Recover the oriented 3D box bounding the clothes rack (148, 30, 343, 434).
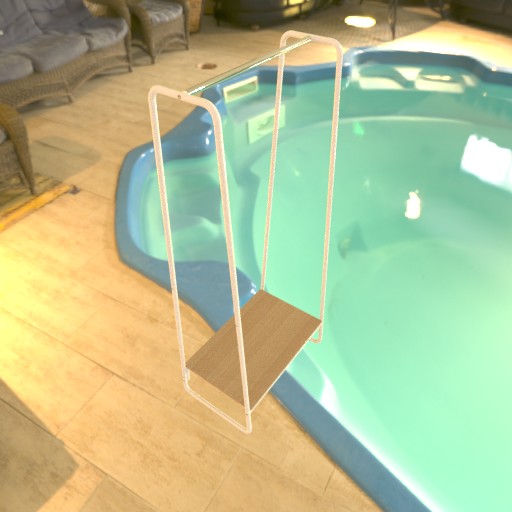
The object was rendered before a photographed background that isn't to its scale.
[{"bbox_3d":[0.000,0.000,1.764,0.400,1.500,0.640,26,47,26],"label":"clothes rack"}]
